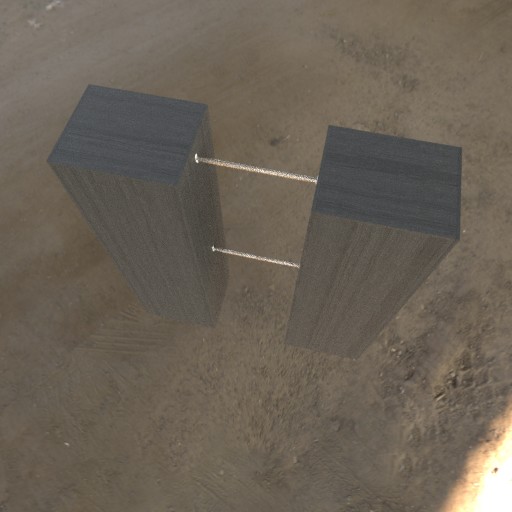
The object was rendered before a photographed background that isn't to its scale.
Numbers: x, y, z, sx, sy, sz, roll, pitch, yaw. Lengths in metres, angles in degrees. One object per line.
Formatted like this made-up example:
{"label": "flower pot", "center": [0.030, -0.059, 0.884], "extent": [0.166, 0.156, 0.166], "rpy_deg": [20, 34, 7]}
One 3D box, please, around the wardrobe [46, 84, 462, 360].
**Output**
{"label": "wardrobe", "center": [0.000, 0.000, 2.847], "extent": [1.770, 2.000, 0.480], "rpy_deg": [11, 64, 6]}
